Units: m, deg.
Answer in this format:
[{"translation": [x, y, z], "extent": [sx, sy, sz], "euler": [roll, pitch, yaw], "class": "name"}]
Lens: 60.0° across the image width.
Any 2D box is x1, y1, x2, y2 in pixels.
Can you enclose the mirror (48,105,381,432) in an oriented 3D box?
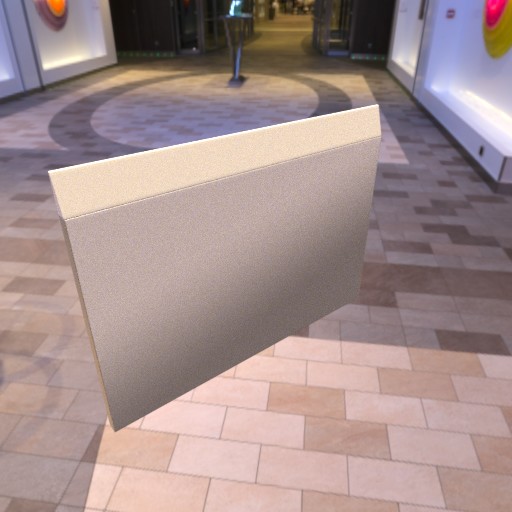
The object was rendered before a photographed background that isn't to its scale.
[{"translation": [0.000, 0.000, 1.126], "extent": [0.870, 0.630, 0.030], "euler": [-22, 37, -33], "class": "mirror"}]
